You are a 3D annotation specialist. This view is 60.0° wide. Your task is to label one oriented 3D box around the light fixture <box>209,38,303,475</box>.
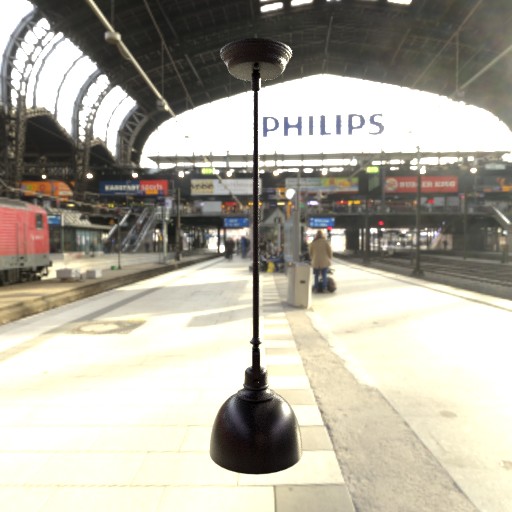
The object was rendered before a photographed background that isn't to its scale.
[{"bbox_3d":[0.000,0.000,0.857,0.182,0.768,0.182,0,2,-1],"label":"light fixture"}]
